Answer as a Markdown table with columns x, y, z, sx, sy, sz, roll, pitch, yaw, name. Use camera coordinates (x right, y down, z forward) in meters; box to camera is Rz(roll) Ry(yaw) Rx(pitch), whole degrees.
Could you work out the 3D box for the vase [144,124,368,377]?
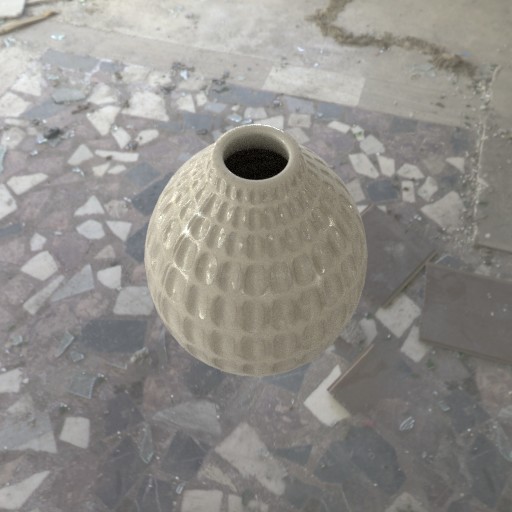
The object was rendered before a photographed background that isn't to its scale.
| x | y | z | sx | sy | sz | roll | pitch | yaw | name |
| --- | --- | --- | --- | --- | --- | --- | --- | --- | --- |
| 0.000 | 0.000 | 0.260 | 0.128 | 0.167 | 0.128 | 0 | 58 | 0 | vase |
